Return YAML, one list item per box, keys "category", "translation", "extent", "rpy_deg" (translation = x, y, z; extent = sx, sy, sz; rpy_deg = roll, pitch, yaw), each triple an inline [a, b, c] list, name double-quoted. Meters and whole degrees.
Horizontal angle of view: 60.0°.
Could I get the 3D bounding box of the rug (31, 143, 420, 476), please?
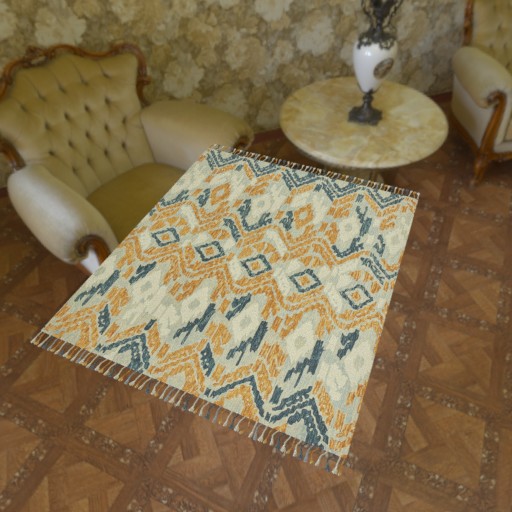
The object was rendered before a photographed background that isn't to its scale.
- category: "rug"
  translation: [0.000, 0.000, 4.009]
  extent: [2.439, 0.010, 3.048]
  rpy_deg: [17, 48, 16]
